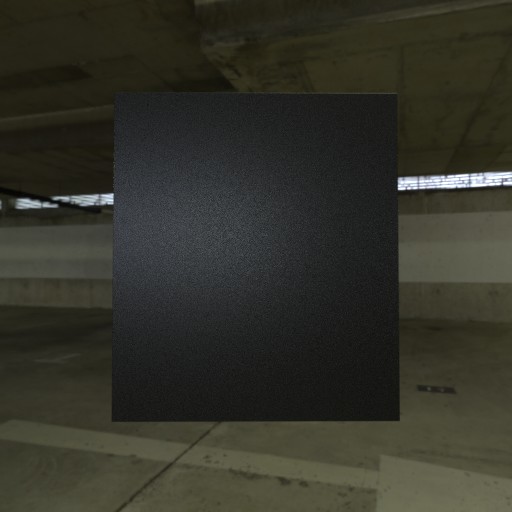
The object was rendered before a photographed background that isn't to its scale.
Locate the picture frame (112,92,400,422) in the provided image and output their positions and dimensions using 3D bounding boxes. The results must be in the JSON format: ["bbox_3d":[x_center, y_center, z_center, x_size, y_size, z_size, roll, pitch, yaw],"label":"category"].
[{"bbox_3d":[0.000,0.000,0.526,0.328,0.378,0.034,0,-1,0],"label":"picture frame"}]
